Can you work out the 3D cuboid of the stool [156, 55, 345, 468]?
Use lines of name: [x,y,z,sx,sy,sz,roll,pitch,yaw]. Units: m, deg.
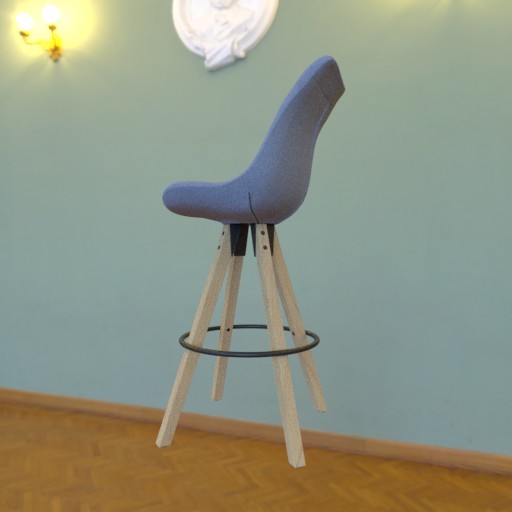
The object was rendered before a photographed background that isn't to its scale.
stool: [0.000,0.000,1.431,0.550,1.115,0.485,0,1,17]
